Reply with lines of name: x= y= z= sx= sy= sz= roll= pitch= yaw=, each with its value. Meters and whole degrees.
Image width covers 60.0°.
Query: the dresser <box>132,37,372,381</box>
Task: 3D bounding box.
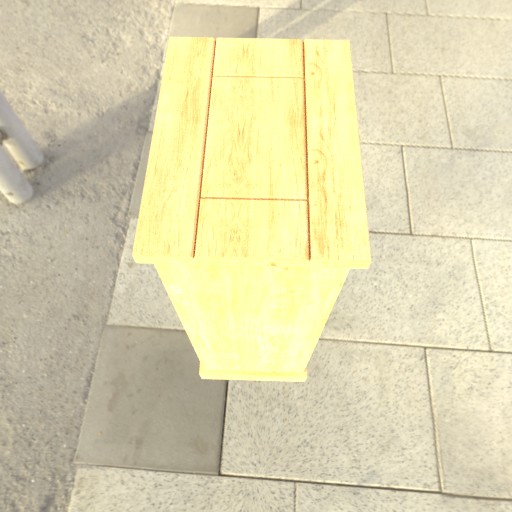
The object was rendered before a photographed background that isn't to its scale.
dresser: x=0.000 y=0.000 z=1.305 sx=0.390 sy=1.041 sz=0.531 roll=1 pitch=63 yaw=1
